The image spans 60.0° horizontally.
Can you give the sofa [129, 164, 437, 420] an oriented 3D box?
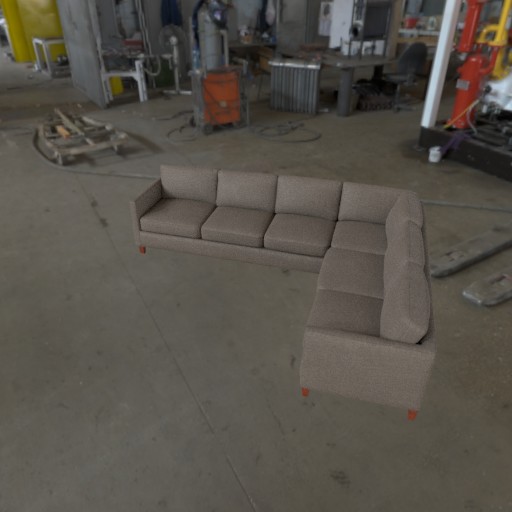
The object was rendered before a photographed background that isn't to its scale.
[{"bbox_3d":[0.000,0.000,4.541,3.302,0.947,2.593,9,33,13],"label":"sofa"}]
